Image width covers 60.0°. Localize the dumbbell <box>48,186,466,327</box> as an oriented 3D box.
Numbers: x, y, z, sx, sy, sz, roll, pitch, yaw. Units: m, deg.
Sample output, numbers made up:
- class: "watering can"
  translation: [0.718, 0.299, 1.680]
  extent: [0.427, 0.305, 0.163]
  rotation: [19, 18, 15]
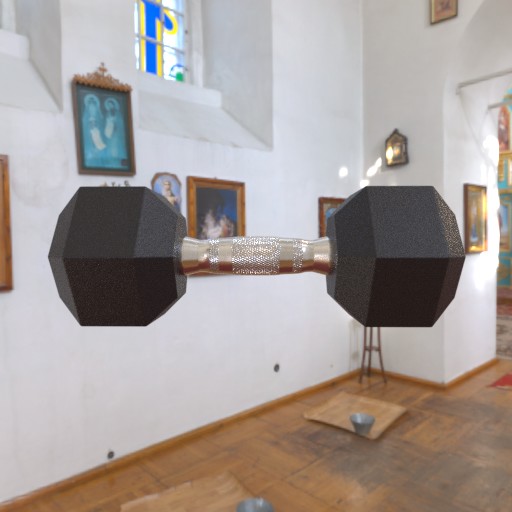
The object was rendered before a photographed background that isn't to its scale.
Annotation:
- class: "dumbbell"
  translation: [0.000, 0.000, 0.420]
  extent: [0.356, 0.123, 0.141]
  rotation: [0, 1, 1]
